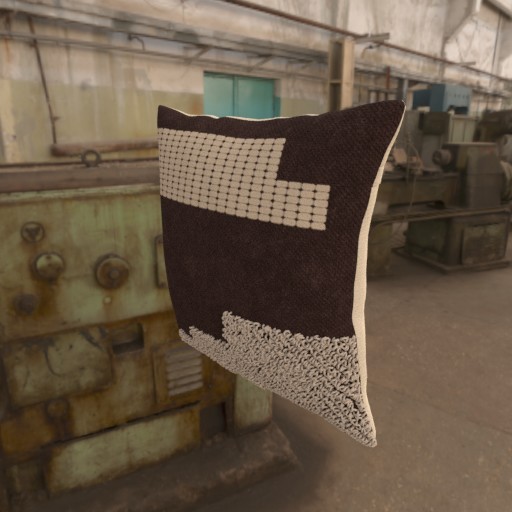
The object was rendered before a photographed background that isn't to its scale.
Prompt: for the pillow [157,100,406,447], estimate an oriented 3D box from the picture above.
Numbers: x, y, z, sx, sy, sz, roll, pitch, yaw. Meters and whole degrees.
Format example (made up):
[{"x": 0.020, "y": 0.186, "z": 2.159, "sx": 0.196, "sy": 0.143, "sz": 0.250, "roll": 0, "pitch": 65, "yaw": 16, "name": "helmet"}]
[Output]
[{"x": 0.000, "y": 0.000, "z": 0.717, "sx": 0.475, "sy": 0.473, "sz": 0.178, "roll": 15, "pitch": 23, "yaw": 41, "name": "pillow"}]
